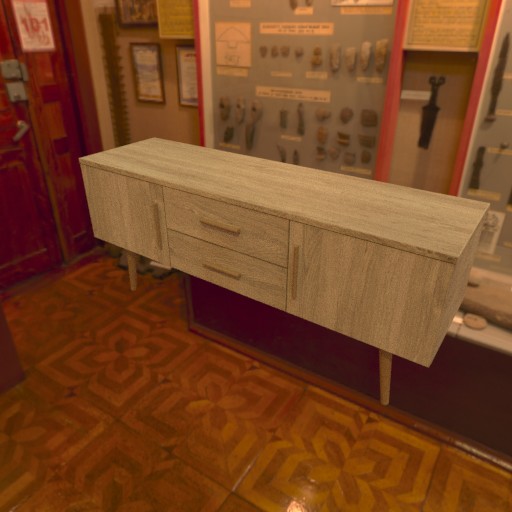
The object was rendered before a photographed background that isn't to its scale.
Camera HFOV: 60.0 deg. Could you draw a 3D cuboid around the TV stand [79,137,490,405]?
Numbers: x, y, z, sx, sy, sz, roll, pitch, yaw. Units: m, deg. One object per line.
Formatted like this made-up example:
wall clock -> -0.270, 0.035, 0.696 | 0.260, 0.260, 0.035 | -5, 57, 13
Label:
TV stand -> 0.000, 0.000, 1.548 | 1.313, 0.565, 0.401 | 18, 33, 30
